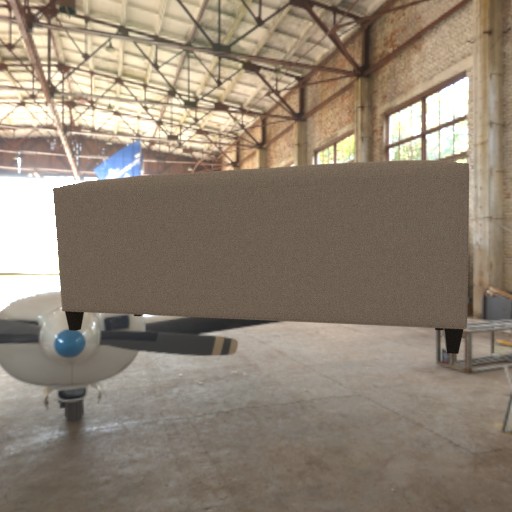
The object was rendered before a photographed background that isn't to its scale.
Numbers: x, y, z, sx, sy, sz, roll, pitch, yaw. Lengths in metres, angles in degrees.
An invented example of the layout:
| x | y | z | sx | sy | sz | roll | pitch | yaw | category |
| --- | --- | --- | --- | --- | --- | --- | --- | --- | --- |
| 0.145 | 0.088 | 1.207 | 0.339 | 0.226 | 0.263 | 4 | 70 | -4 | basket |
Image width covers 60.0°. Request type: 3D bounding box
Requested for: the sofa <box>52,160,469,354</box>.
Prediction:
| x | y | z | sx | sy | sz | roll | pitch | yaw | category |
| --- | --- | --- | --- | --- | --- | --- | --- | --- | --- |
| 0.000 | 0.000 | 2.683 | 2.235 | 0.901 | 0.914 | 0 | 0 | 18 | sofa |
